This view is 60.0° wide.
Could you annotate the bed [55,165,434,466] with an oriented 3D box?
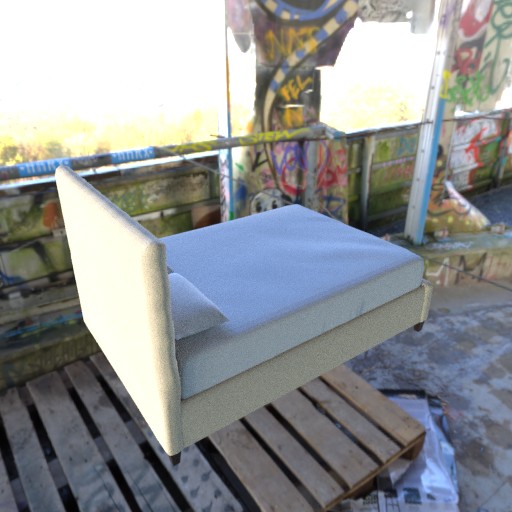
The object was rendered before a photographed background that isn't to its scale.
[{"bbox_3d":[0.000,0.000,3.477,2.387,1.427,1.698,-17,31,-31],"label":"bed"}]
